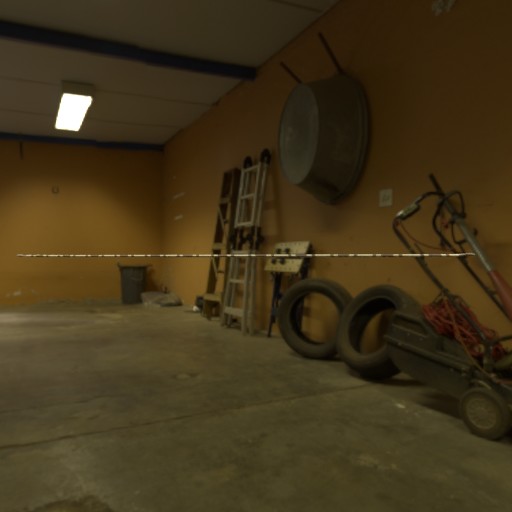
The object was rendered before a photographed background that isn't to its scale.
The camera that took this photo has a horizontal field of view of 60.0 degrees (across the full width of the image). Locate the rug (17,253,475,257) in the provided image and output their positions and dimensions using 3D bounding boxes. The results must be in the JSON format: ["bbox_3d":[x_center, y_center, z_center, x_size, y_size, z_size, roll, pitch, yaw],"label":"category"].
[{"bbox_3d":[0.000,0.000,2.934,2.425,0.014,1.563,0,0,18],"label":"rug"}]
